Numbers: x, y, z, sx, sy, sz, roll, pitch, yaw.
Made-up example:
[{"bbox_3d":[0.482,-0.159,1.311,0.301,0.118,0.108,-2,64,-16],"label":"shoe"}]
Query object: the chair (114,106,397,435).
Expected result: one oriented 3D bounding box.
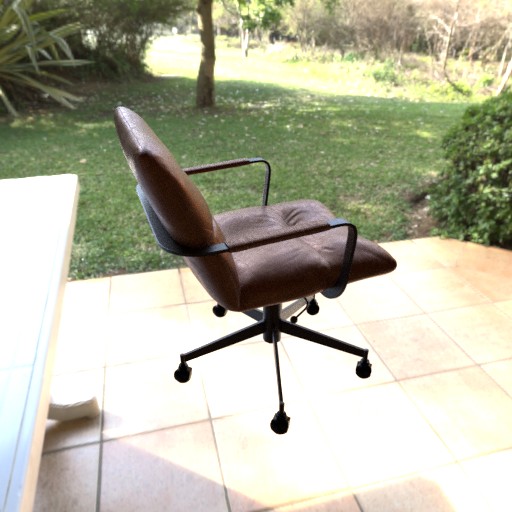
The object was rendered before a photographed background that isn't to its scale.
[{"bbox_3d":[0.000,0.000,1.475,0.754,0.922,0.727,-10,30,-18],"label":"chair"}]
